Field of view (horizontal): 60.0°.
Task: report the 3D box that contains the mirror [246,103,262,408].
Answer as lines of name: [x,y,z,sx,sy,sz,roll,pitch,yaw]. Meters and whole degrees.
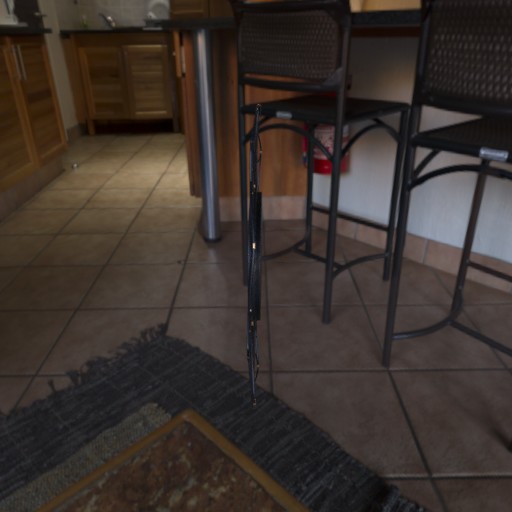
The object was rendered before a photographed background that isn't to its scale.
mirror: [0.000,0.000,1.185,0.028,0.775,0.797,1,28,1]
